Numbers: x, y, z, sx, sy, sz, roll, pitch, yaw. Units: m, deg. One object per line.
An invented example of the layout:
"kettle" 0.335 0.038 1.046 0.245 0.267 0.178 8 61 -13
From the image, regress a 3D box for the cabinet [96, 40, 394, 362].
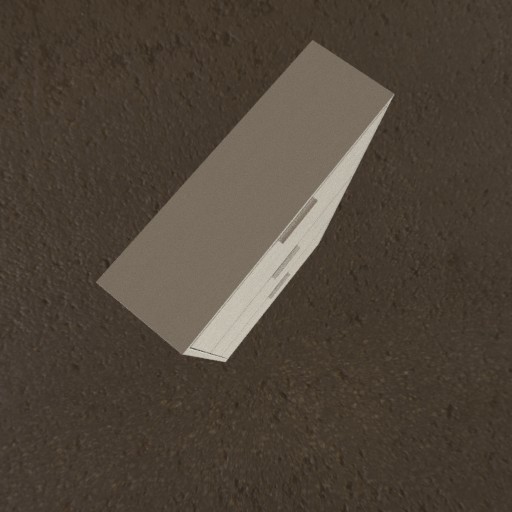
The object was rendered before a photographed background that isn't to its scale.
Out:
"cabinet" 0.000 0.000 1.589 0.250 1.280 0.750 38 79 9
